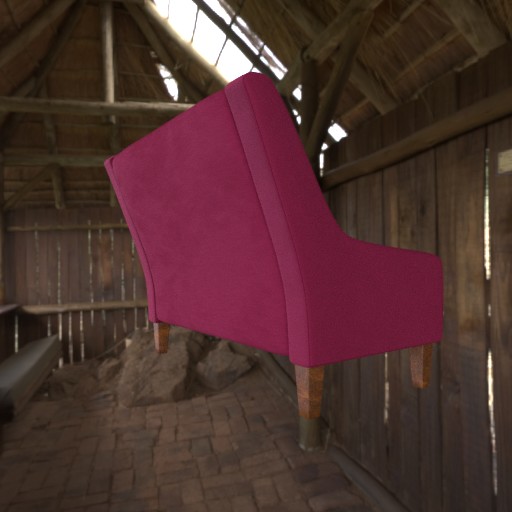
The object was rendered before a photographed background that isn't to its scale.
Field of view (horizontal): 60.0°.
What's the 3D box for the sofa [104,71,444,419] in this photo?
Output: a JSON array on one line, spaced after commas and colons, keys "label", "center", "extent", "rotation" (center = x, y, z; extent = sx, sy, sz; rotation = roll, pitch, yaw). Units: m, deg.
[{"label": "sofa", "center": [0.000, 0.000, 1.905], "extent": [0.946, 0.976, 1.242], "rotation": [0, -1, -35]}]
